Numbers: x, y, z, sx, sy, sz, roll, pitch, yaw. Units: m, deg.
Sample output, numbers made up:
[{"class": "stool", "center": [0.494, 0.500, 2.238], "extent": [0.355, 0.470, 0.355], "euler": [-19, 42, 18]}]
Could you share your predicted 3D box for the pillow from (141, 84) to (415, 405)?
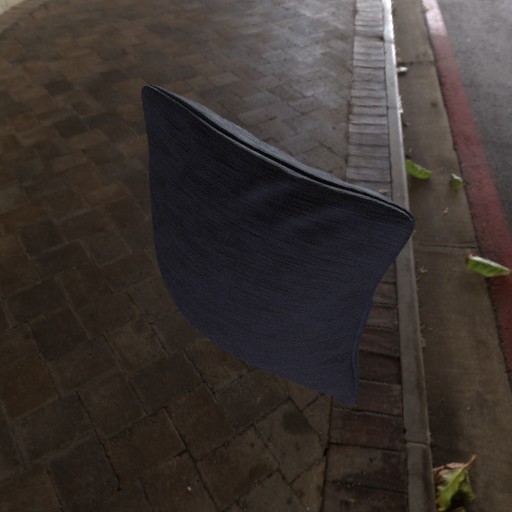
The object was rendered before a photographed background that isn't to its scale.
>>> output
[{"class": "pillow", "center": [0.000, 0.000, 0.679], "extent": [0.432, 0.414, 0.246], "euler": [34, 55, 27]}]
